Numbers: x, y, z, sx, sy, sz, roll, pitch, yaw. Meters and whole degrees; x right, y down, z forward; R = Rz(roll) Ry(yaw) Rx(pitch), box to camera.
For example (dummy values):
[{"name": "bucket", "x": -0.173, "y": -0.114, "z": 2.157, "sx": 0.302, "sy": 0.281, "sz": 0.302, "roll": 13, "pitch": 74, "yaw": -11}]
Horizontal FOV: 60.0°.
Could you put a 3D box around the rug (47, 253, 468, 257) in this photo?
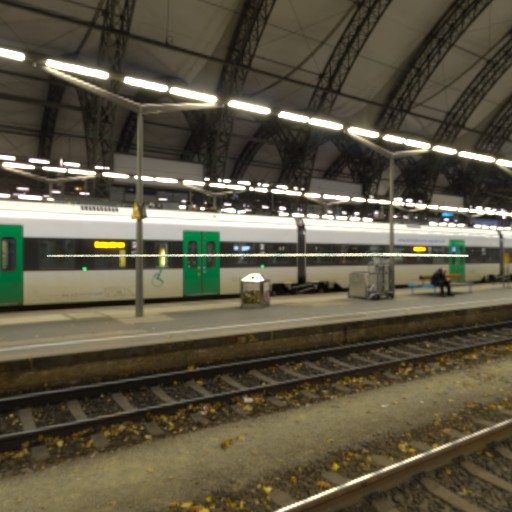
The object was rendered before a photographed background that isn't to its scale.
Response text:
[{"name": "rug", "x": 0.000, "y": 0.000, "z": 2.321, "sx": 1.820, "sy": 0.009, "sz": 1.260, "roll": 0, "pitch": 0, "yaw": 35}]
